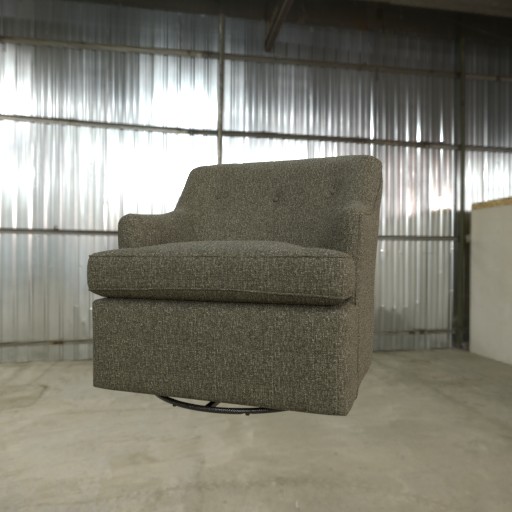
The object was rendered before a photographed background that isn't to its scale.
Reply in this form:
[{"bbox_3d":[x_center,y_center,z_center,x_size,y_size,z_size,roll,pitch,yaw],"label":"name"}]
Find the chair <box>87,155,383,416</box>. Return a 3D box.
[{"bbox_3d":[0.000,0.000,1.614,0.864,0.856,0.923,0,0,19],"label":"chair"}]
